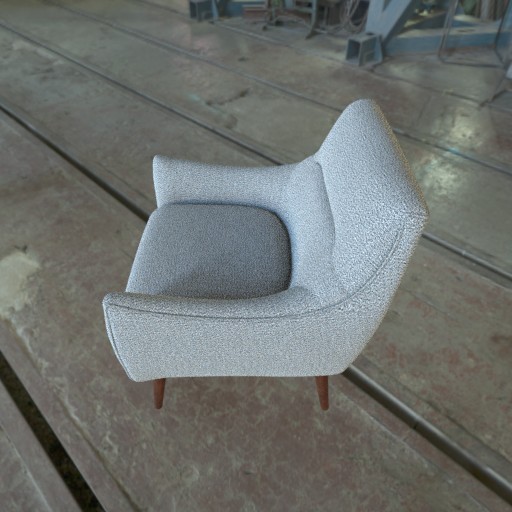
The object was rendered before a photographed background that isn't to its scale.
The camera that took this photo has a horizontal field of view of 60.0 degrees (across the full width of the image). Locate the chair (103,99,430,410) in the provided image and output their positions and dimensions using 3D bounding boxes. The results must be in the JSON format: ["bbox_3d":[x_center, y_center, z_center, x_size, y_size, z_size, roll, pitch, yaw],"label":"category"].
[{"bbox_3d":[0.000,0.000,1.435,0.787,0.838,0.762,0,41,0],"label":"chair"}]
